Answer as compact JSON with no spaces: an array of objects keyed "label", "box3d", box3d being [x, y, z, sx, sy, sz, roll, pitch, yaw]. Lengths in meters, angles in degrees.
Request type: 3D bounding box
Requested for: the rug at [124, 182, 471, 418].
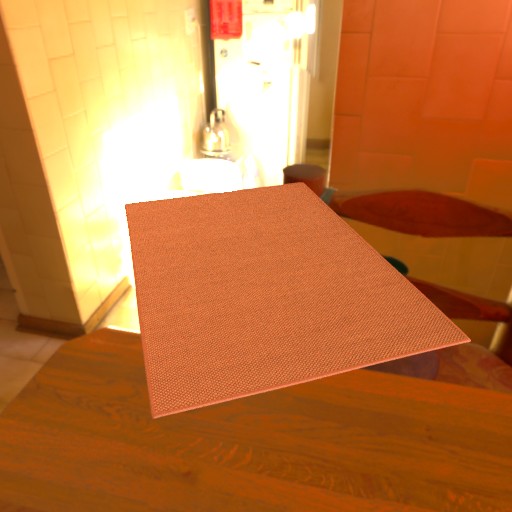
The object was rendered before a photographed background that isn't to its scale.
[{"label":"rug","box3d":[0.000,0.000,2.812,1.524,0.013,2.134,-9,32,-15]}]
